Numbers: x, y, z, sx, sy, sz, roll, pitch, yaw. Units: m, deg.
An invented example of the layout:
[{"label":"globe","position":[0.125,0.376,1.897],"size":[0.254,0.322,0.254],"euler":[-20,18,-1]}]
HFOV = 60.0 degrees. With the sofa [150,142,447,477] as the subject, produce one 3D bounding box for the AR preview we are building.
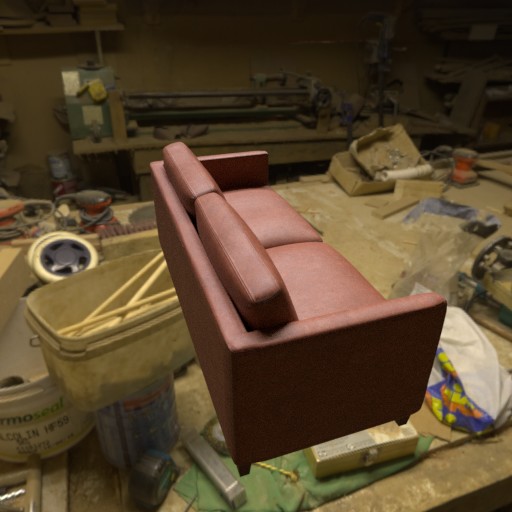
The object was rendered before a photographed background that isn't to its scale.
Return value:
[{"label":"sofa","position":[0.000,0.000,2.680],"size":[0.950,0.932,2.204],"euler":[-10,32,-16]}]
